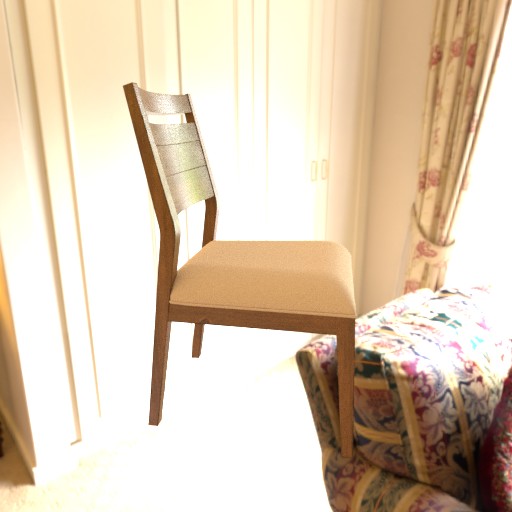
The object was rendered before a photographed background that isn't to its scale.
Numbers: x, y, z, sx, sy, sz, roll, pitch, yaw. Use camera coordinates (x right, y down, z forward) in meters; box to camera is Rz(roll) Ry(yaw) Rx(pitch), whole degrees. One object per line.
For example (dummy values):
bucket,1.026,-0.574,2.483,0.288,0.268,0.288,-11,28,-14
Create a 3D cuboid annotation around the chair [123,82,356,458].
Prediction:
chair,0.000,0.000,1.320,0.610,0.939,0.497,3,17,10
